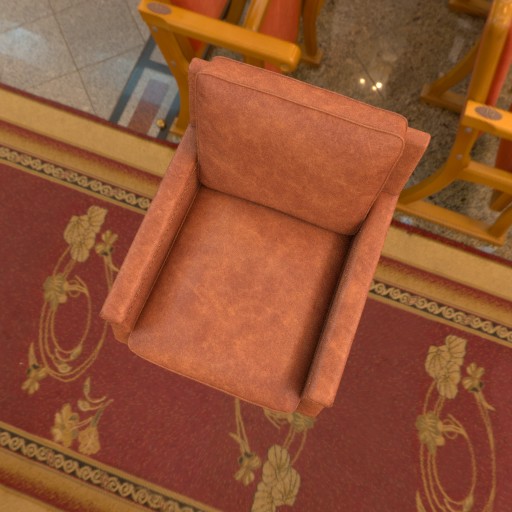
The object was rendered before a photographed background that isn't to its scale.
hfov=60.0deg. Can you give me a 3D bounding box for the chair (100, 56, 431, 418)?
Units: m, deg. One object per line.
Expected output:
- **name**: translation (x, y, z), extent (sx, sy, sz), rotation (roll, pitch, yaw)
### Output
- **chair**: translation (0.000, 0.000, 1.674), extent (0.853, 0.943, 1.014), rotation (20, 76, 5)
